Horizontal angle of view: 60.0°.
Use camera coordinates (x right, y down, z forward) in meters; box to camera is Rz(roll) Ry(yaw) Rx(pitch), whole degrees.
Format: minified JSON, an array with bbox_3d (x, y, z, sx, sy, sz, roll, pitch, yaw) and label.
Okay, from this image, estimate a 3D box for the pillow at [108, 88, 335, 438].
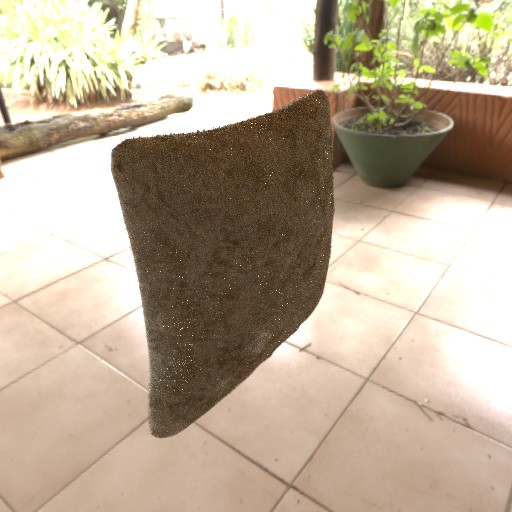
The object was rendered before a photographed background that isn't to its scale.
[{"bbox_3d":[0.000,0.000,0.812,0.216,0.525,0.538,19,34,31],"label":"pillow"}]
